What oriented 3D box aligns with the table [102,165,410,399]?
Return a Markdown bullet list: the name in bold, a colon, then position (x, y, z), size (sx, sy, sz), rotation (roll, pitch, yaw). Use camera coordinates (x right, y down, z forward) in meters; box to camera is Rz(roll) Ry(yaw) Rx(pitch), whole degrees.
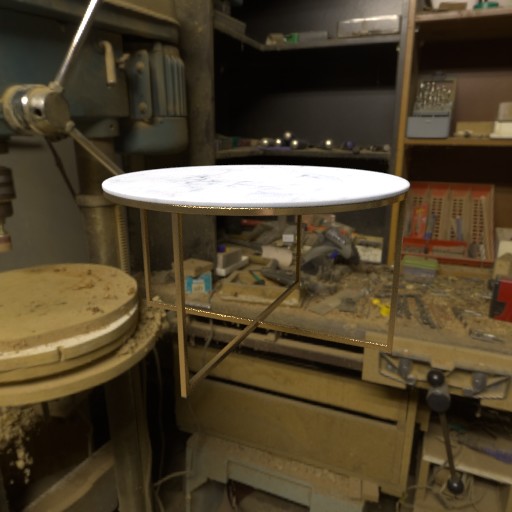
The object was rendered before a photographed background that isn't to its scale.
- **table**: position (0.000, 0.000, 1.275), size (0.800, 0.450, 0.800), rotation (0, 16, 0)
